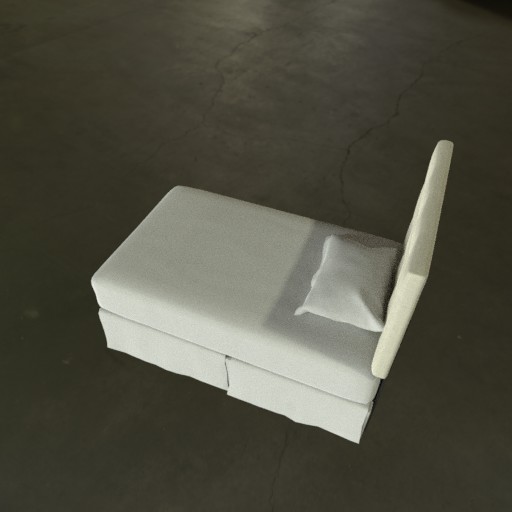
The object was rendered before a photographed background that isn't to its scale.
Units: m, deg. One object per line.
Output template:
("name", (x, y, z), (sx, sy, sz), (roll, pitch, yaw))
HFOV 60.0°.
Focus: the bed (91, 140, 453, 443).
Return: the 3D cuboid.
("bed", (0.000, 0.000, 2.967), (1.997, 1.571, 1.261), (17, 48, 16))
